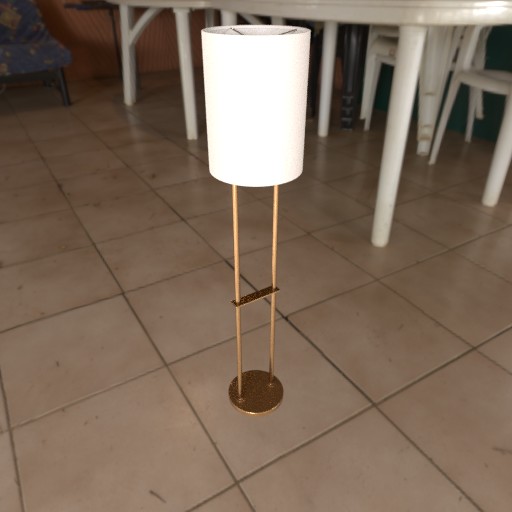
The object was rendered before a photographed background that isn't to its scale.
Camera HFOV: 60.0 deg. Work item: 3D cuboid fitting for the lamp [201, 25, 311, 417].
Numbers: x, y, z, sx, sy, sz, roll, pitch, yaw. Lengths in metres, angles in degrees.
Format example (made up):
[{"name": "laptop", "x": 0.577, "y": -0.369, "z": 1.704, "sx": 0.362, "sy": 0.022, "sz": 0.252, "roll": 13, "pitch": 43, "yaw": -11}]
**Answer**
[{"name": "lamp", "x": 0.000, "y": 0.000, "z": 1.643, "sx": 0.306, "sy": 1.500, "sz": 0.305, "roll": -19, "pitch": 37, "yaw": -27}]
